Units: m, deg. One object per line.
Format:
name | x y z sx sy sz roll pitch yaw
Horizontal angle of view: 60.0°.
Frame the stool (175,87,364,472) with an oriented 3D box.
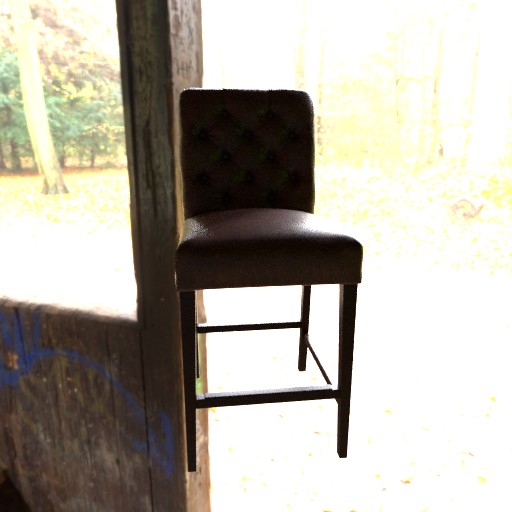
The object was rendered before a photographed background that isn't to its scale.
stool | 0.000 0.000 1.438 0.486 1.084 0.660 -2 15 -7
